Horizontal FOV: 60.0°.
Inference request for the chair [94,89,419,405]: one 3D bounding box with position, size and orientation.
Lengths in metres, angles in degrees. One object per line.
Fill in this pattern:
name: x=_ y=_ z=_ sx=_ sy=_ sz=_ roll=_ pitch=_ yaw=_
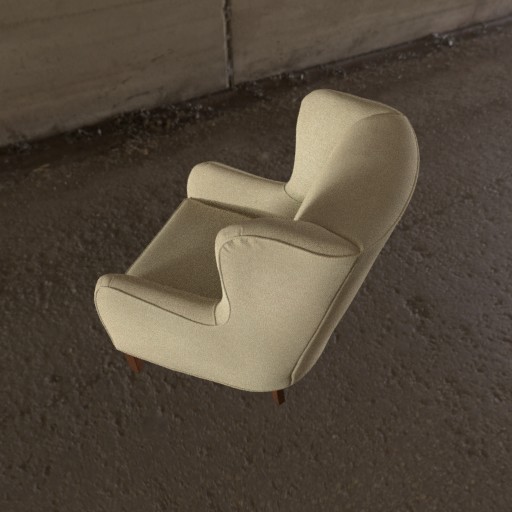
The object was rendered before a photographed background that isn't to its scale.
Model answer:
chair: x=0.000 y=0.000 z=1.709 sx=0.966 sy=1.040 sz=0.838 roll=16 pitch=48 yaw=15
